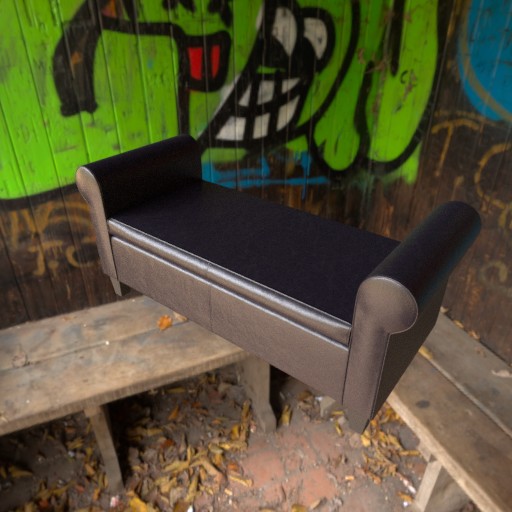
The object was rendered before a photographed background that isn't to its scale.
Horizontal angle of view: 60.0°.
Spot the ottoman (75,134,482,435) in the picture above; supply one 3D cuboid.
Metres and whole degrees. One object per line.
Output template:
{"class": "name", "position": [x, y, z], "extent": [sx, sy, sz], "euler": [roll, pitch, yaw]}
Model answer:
{"class": "ottoman", "position": [0.000, 0.000, 1.543], "extent": [1.256, 0.547, 0.521], "euler": [22, 38, 31]}
